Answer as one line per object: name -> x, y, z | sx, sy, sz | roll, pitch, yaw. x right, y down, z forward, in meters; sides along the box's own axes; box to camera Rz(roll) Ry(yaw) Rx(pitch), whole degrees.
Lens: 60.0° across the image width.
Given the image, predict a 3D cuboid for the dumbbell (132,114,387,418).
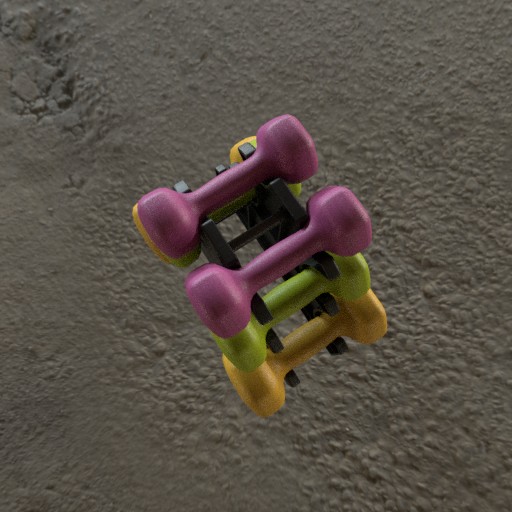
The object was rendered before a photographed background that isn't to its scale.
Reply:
dumbbell -> 0.000, 0.000, 0.475 | 0.190, 0.271, 0.300 | -32, 78, -7
